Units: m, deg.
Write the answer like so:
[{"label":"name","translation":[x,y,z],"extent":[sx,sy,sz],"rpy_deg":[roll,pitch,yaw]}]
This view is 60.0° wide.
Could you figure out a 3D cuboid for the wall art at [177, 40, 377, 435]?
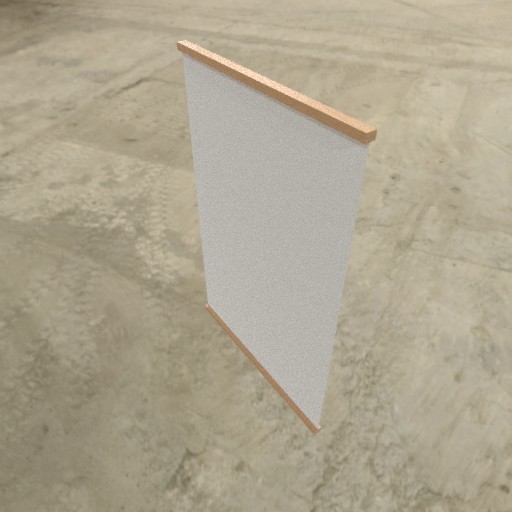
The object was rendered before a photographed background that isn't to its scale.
[{"label":"wall art","translation":[0.000,0.000,0.771],"extent":[0.016,0.611,0.401],"rpy_deg":[-25,47,-26]}]
